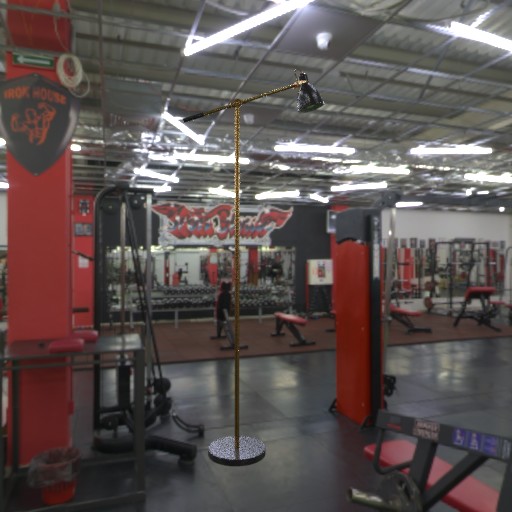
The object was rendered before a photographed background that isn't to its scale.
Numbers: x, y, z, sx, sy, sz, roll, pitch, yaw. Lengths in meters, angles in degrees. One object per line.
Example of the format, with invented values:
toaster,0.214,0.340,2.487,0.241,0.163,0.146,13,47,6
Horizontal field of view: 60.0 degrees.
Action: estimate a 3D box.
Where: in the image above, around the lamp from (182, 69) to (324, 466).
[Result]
lamp,0.000,0.000,1.861,0.618,1.628,0.235,0,-1,-17
